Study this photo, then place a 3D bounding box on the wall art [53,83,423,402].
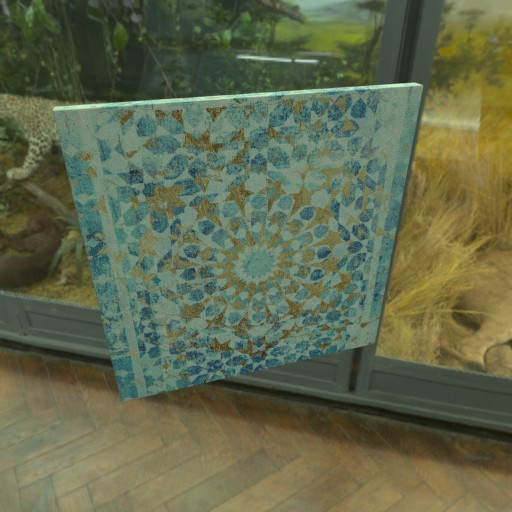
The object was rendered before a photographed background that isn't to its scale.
[{"bbox_3d":[0.000,0.000,1.313,0.916,0.916,0.040,-9,33,-15],"label":"wall art"}]
